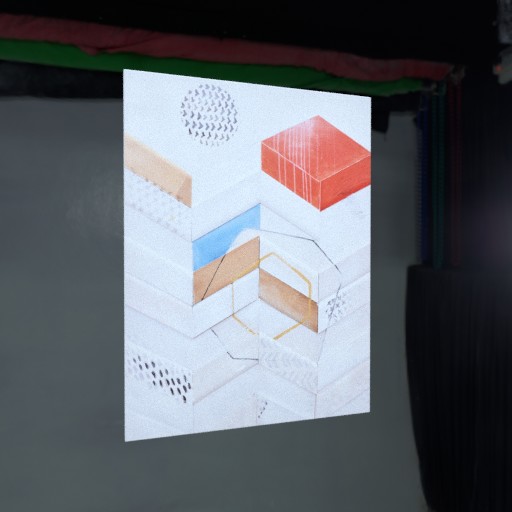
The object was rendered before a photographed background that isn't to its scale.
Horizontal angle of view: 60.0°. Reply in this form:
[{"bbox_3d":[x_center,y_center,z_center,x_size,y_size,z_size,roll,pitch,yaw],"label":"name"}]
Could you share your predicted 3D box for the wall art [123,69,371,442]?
[{"bbox_3d":[0.000,0.000,1.605,0.914,1.221,0.046,0,1,-17],"label":"wall art"}]
